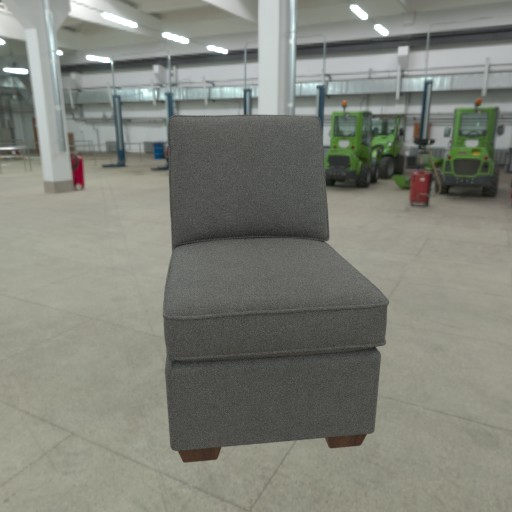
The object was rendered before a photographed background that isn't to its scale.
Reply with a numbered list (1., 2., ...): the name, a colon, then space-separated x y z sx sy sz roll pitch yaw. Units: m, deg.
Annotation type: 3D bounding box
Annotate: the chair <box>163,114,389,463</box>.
1. chair: 0.000 0.000 1.562 0.621 0.970 0.938 -2 16 -7
